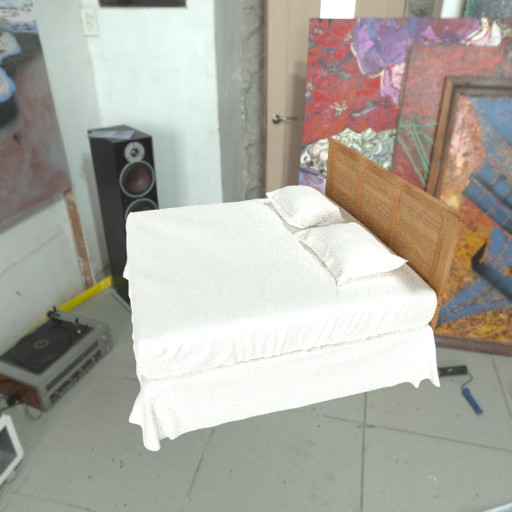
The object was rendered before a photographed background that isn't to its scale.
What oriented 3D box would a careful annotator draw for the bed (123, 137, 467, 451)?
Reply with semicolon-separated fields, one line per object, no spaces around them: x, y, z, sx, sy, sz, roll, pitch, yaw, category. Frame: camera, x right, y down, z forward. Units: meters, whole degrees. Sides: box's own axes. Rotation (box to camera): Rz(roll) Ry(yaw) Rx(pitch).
0.000;0.000;3.589;2.215;1.270;2.317;-8;30;-14;bed
